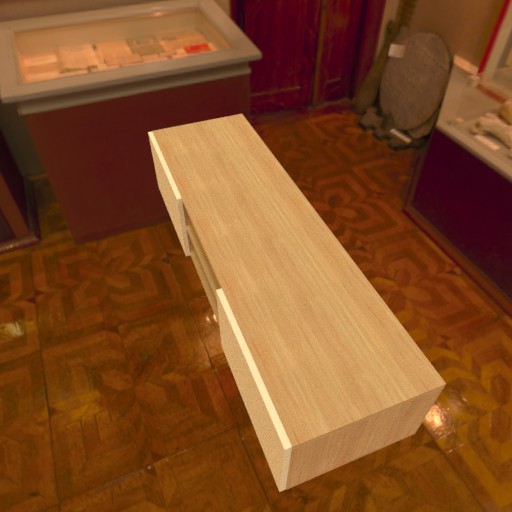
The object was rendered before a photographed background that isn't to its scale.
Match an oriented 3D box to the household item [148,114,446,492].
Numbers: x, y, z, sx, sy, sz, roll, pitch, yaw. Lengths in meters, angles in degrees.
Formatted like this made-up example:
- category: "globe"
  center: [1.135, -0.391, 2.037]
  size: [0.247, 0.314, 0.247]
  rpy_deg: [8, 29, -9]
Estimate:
- category: "household item"
  center: [0.000, 0.000, 1.564]
  size: [0.420, 0.310, 1.400]
  rpy_deg: [-16, 48, -15]
